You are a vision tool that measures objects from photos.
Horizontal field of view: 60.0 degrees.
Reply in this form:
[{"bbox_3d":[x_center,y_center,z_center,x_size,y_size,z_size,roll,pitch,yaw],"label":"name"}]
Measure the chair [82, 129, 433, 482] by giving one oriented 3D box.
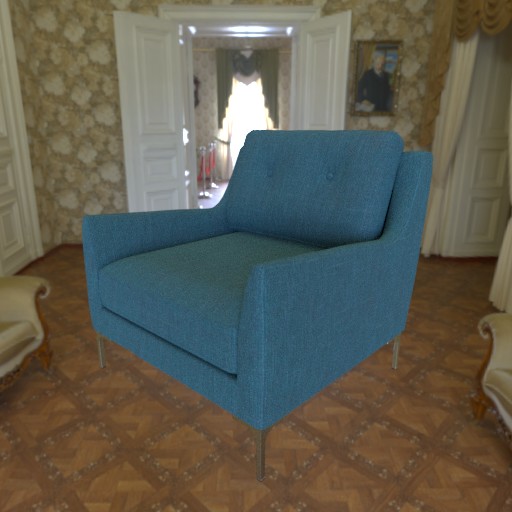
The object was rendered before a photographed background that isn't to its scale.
[{"bbox_3d":[0.000,0.000,1.517,0.847,0.828,0.849,15,22,41],"label":"chair"}]
